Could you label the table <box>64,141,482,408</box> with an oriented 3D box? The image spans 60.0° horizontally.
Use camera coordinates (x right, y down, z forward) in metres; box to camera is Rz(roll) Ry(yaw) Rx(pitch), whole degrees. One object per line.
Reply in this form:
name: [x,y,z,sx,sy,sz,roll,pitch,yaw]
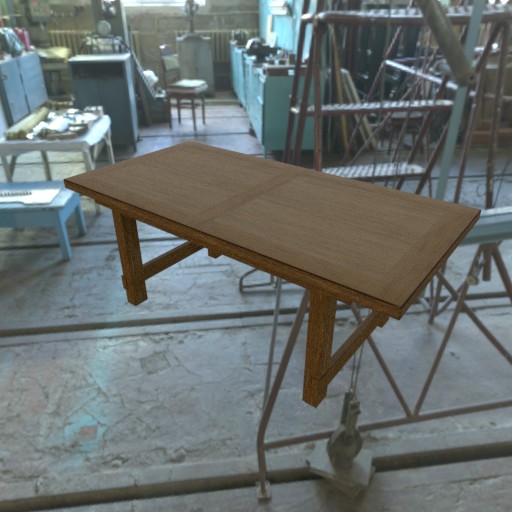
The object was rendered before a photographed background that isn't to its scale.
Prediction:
table: [0.000,0.000,2.508,1.982,0.762,1.000,21,36,32]
